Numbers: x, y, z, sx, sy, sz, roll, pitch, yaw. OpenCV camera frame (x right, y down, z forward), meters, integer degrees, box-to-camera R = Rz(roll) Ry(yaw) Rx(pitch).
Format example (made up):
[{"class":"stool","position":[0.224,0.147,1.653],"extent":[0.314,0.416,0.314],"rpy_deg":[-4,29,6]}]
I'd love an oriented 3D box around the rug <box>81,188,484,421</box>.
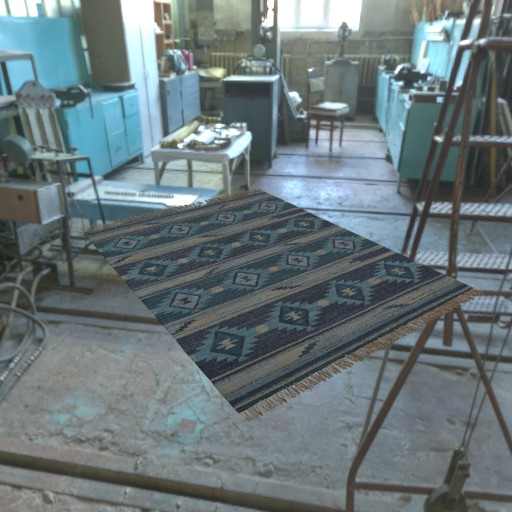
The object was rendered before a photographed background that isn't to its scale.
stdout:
[{"class":"rug","position":[0.000,0.000,4.295],"extent":[2.418,0.047,3.307],"rpy_deg":[-18,32,-31]}]
